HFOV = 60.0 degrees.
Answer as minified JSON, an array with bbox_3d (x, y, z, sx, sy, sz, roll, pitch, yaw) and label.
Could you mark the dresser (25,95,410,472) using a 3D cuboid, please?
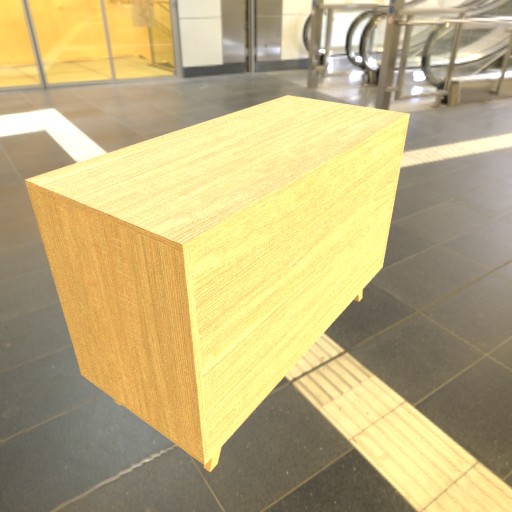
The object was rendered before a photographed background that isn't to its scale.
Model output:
[{"bbox_3d":[0.000,0.000,1.474,0.500,0.780,1.110,21,37,30],"label":"dresser"}]
